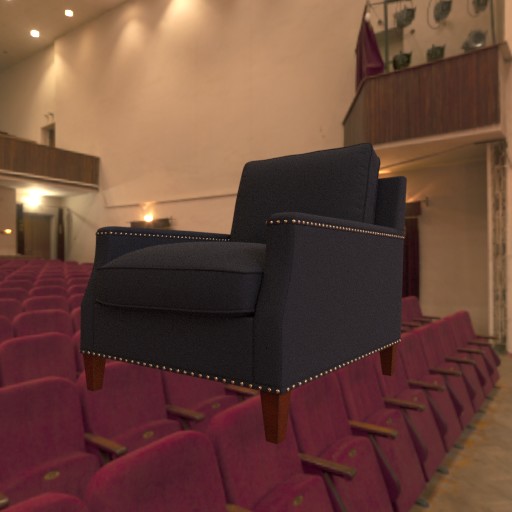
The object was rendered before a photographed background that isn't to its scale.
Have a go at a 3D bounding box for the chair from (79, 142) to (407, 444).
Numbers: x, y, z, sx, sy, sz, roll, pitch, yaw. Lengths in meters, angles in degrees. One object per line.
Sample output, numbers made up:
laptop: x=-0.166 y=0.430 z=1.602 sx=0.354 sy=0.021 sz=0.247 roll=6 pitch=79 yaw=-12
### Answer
chair: x=0.000 y=0.000 z=1.697 sx=0.853 sy=0.943 sz=1.014 roll=-1 pitch=-1 yaw=36
